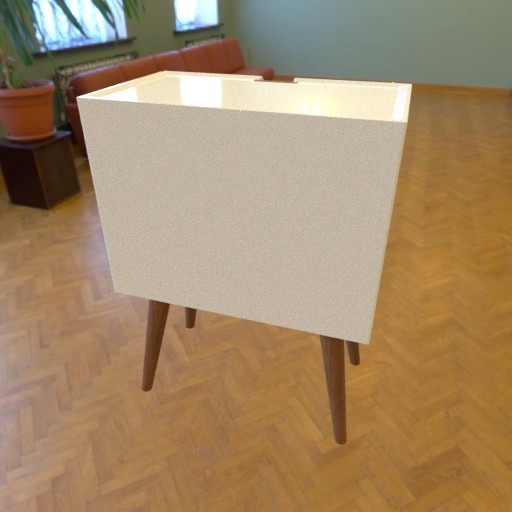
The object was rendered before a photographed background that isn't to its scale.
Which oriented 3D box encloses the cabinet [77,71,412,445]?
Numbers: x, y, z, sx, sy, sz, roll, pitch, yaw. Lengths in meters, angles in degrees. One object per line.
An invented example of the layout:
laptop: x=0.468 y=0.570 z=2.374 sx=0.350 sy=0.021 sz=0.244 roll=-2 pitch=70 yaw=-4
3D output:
cabinet: x=0.000 y=0.000 z=1.081 sx=0.591 sy=0.772 sz=0.344 roll=9 pitch=32 yaw=15
